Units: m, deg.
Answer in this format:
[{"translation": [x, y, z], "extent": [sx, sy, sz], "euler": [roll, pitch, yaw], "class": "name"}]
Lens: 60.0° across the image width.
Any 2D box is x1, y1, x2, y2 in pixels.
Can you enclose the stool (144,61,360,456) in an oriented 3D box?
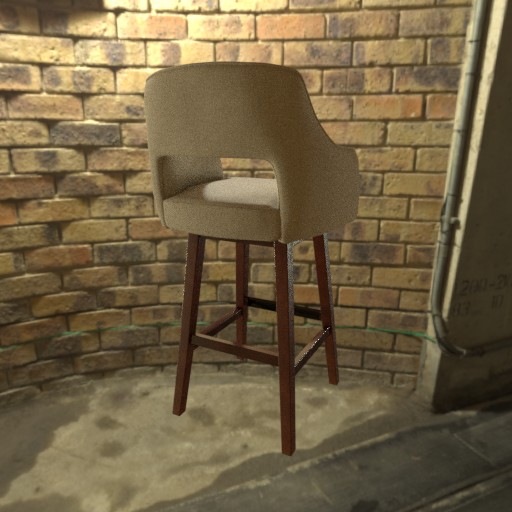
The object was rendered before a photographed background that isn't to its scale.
[{"translation": [0.000, 0.000, 1.369], "extent": [0.550, 1.041, 0.560], "euler": [8, 18, 27], "class": "stool"}]
